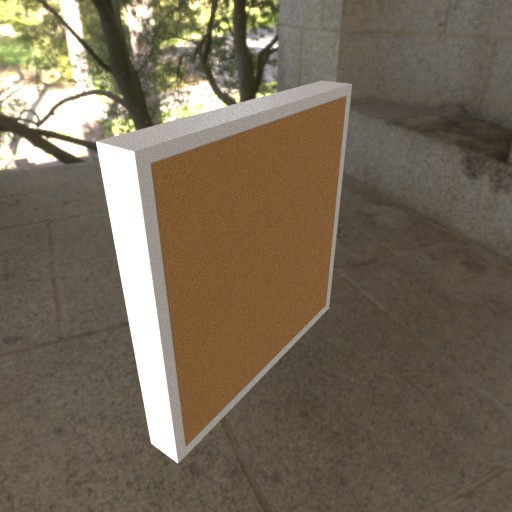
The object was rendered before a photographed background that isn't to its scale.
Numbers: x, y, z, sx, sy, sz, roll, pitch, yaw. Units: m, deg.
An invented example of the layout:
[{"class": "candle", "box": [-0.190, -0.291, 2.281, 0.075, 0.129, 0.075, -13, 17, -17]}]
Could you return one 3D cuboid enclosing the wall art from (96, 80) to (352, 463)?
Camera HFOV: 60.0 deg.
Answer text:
[{"class": "wall art", "box": [0.000, 0.000, 0.464, 0.038, 0.305, 0.305, 20, 36, 31]}]
